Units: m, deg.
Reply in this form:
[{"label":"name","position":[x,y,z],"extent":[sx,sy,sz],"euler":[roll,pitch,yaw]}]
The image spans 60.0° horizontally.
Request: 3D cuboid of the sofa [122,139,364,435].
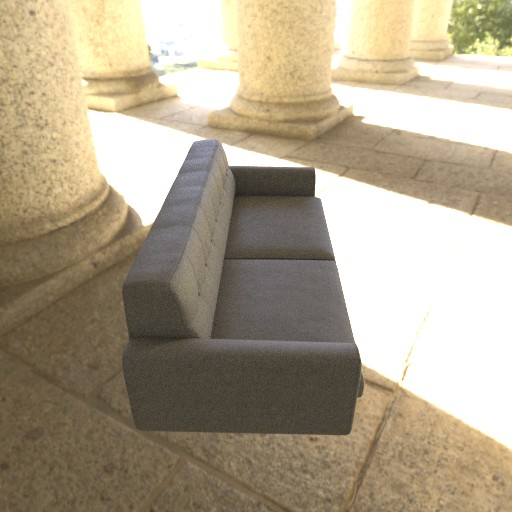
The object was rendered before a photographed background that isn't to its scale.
[{"label":"sofa","position":[0.000,0.000,2.599],"extent":[0.968,0.873,2.055],"euler":[1,31,1]}]
